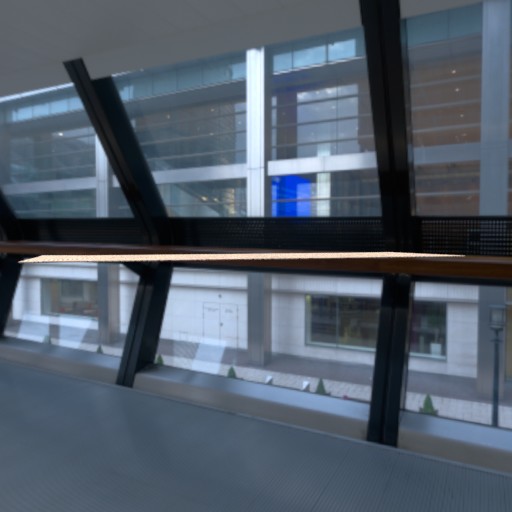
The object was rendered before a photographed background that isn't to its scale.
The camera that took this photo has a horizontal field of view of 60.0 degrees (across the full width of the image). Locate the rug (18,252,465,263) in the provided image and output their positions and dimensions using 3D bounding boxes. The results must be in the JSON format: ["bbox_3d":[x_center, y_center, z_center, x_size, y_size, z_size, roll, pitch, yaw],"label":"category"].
[{"bbox_3d":[0.000,0.000,2.675,2.443,0.009,0.771,-1,2,-18],"label":"rug"}]
